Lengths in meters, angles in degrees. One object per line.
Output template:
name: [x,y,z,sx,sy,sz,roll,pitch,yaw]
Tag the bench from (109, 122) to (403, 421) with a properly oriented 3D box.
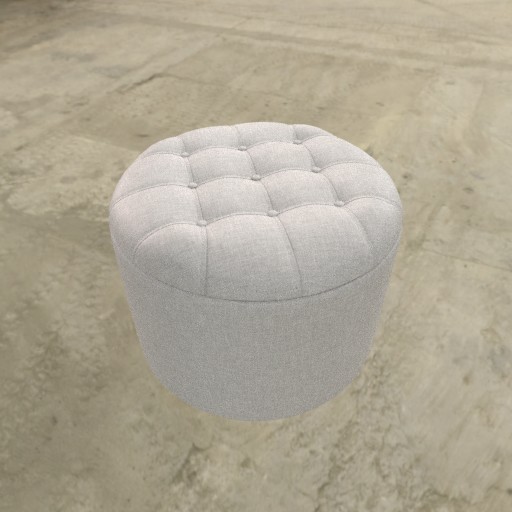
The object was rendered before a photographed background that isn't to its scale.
bench: [0.000,0.000,1.027,0.600,0.453,0.600,0,41,0]
